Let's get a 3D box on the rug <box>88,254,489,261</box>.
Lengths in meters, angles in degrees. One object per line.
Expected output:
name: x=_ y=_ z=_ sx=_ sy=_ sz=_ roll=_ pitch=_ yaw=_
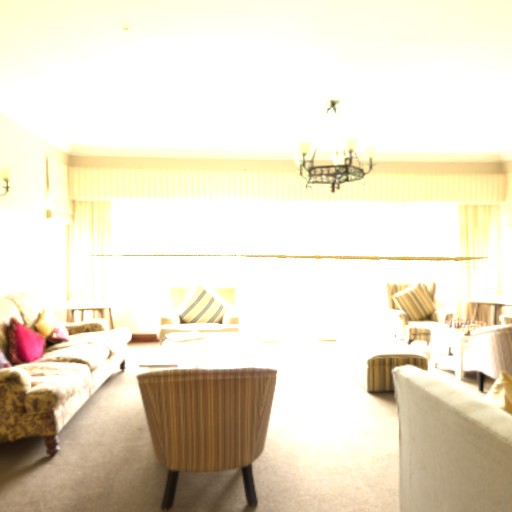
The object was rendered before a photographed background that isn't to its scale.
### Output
rug: x=0.000 y=0.000 z=2.583 sx=2.340 sy=0.013 sz=0.686 roll=1 pitch=1 yaw=36
